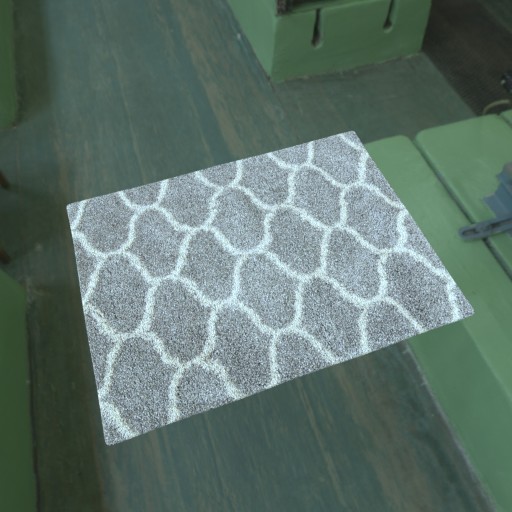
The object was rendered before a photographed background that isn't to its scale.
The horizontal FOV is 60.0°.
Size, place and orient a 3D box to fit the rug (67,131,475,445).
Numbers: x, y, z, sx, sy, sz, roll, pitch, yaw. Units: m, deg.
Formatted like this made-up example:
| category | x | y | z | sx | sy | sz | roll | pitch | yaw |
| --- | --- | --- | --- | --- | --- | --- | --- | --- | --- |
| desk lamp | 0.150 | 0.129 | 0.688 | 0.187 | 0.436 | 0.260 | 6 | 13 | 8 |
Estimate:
| category | x | y | z | sx | sy | sz | roll | pitch | yaw |
| --- | --- | --- | --- | --- | --- | --- | --- | --- | --- |
| rug | 0.000 | 0.000 | 2.078 | 1.600 | 0.025 | 1.200 | -17 | 60 | -10 |
